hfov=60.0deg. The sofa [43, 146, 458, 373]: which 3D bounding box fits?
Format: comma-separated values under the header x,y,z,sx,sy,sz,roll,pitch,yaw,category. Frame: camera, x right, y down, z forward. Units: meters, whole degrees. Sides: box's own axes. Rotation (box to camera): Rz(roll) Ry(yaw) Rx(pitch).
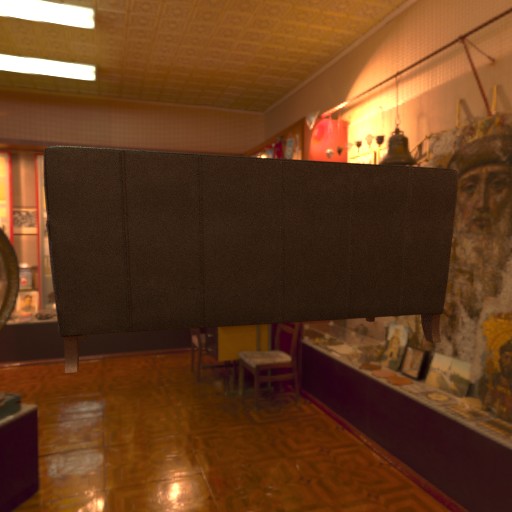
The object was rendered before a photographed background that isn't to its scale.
x,y,z,sx,sy,sz,roll,pitch,yaw,category
0.000,0.000,2.476,2.053,0.947,0.805,-1,2,-17,sofa
